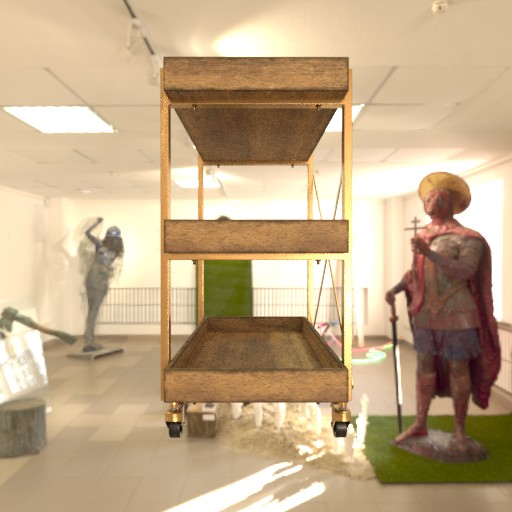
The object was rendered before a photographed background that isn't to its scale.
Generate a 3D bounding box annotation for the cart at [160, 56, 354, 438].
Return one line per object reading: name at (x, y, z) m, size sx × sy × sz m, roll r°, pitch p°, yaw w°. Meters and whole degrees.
cart at (0.000, 0.000, 1.260) m, size 0.416 × 0.799 × 0.750 m, roll 0°, pitch 0°, yaw 0°
